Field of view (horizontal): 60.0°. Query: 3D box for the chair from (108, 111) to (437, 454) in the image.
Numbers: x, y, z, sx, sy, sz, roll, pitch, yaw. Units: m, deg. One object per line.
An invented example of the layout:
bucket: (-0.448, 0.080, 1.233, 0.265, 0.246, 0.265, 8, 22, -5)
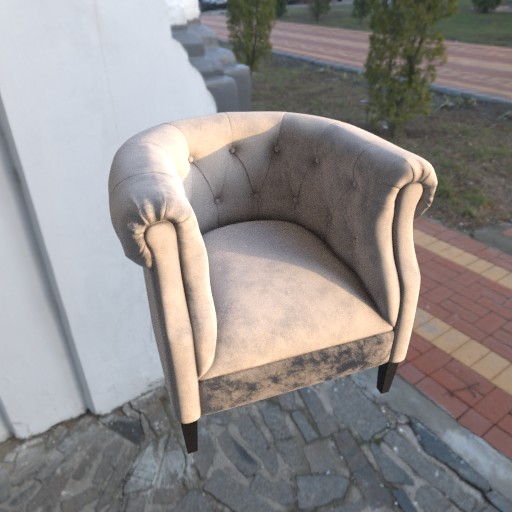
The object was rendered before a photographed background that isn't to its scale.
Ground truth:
chair: (0.000, 0.000, 1.553, 0.904, 0.826, 0.851, -11, 34, -17)
